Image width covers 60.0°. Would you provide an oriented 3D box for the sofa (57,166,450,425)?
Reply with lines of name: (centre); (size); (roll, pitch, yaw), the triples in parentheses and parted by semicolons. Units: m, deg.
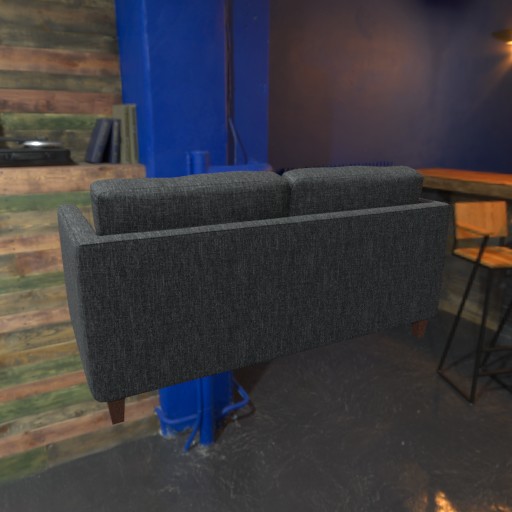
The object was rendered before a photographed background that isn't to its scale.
sofa: (0.000, 0.000, 2.397); (1.884, 0.963, 0.950); (-8, 18, -26)
